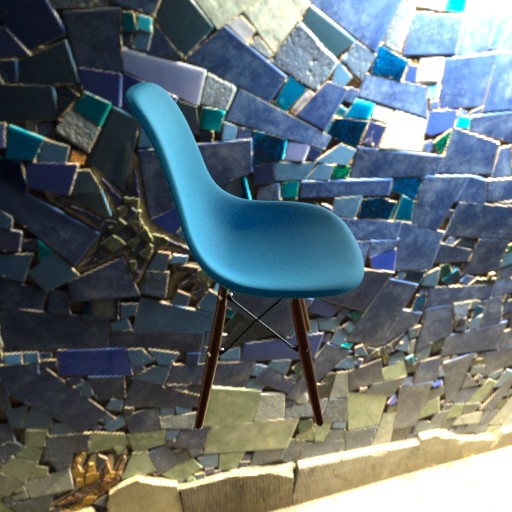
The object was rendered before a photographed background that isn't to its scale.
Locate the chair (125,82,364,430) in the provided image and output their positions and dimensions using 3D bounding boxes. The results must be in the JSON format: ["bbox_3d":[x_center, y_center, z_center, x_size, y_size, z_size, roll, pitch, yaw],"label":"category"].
[{"bbox_3d":[0.000,0.000,1.143,0.533,0.826,0.470,0,31,0],"label":"chair"}]
